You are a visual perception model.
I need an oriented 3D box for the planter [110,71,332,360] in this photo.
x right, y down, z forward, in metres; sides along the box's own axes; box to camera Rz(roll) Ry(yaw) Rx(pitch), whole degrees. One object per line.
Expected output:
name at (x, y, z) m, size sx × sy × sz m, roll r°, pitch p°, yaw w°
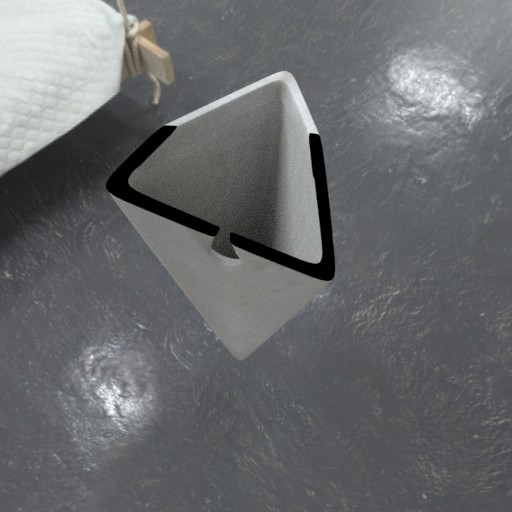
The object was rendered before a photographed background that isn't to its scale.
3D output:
planter at (0.000, 0.000, 0.156) m, size 0.058 × 0.130 × 0.047 m, roll 18°, pitch 65°, yaw 9°
